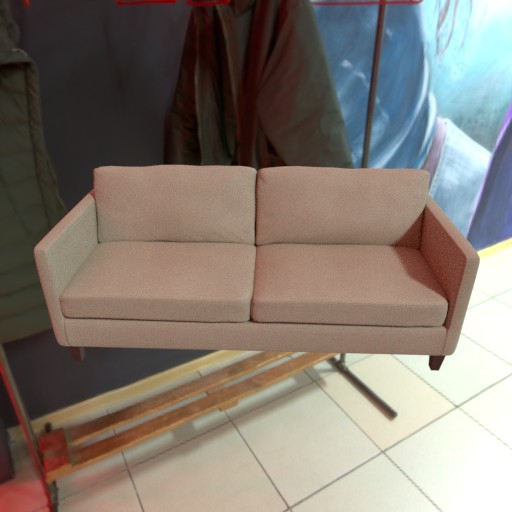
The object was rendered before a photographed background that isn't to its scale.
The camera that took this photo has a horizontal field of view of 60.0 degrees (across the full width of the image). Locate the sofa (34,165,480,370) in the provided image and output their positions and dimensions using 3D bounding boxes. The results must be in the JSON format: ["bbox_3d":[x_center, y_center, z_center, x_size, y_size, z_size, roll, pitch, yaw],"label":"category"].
[{"bbox_3d":[0.000,0.000,2.627,2.181,0.932,0.948,1,29,2],"label":"sofa"}]
